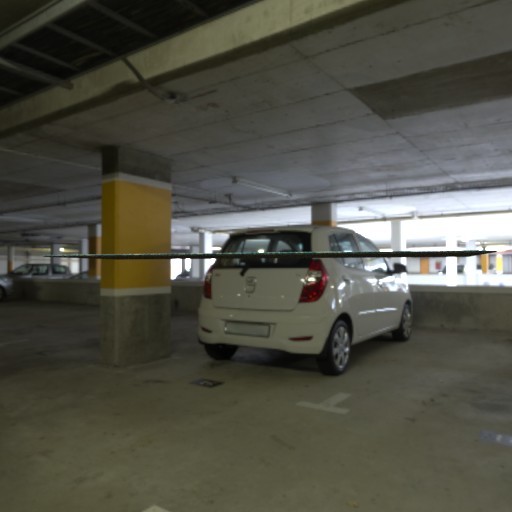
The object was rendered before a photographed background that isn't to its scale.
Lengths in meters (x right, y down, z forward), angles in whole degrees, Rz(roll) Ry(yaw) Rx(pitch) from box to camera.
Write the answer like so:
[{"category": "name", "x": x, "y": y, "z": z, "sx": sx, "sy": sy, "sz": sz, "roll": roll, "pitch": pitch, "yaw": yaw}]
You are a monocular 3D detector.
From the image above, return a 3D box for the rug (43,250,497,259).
[{"category": "rug", "x": 0.000, "y": 0.000, "z": 2.650, "sx": 2.435, "sy": 0.011, "sz": 0.750, "roll": -1, "pitch": -2, "yaw": 17}]
